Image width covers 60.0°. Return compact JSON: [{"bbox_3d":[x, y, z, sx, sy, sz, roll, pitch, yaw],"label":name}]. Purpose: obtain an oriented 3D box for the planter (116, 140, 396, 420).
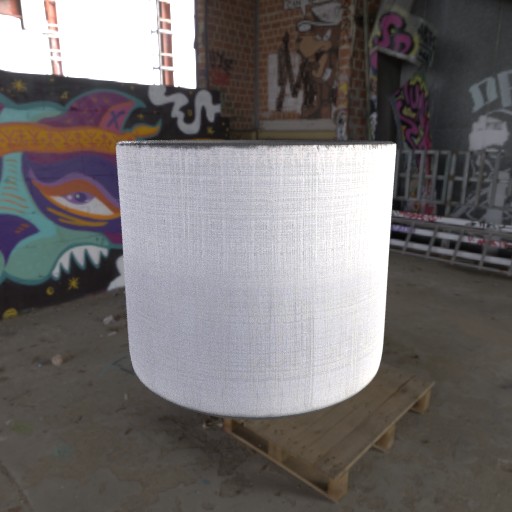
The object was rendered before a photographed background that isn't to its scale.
[{"bbox_3d":[0.000,0.000,0.439,0.254,0.221,0.254,0,15,0],"label":"planter"}]
